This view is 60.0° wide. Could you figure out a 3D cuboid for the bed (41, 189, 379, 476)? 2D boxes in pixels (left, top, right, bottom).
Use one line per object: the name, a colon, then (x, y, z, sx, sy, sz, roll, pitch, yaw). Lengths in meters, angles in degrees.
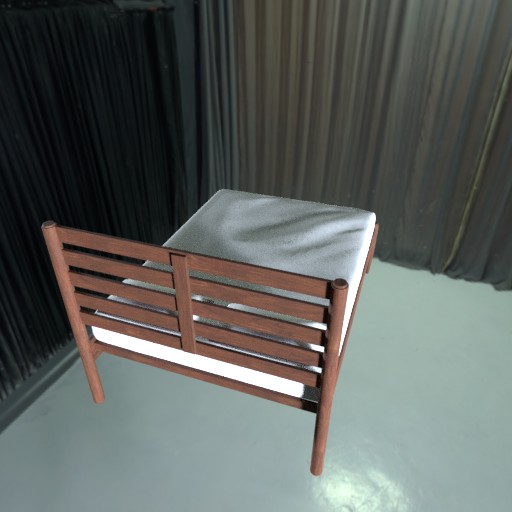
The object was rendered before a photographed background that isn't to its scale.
bed: (0.000, 0.000, 3.126, 1.509, 1.304, 2.093, 11, 35, 16)
